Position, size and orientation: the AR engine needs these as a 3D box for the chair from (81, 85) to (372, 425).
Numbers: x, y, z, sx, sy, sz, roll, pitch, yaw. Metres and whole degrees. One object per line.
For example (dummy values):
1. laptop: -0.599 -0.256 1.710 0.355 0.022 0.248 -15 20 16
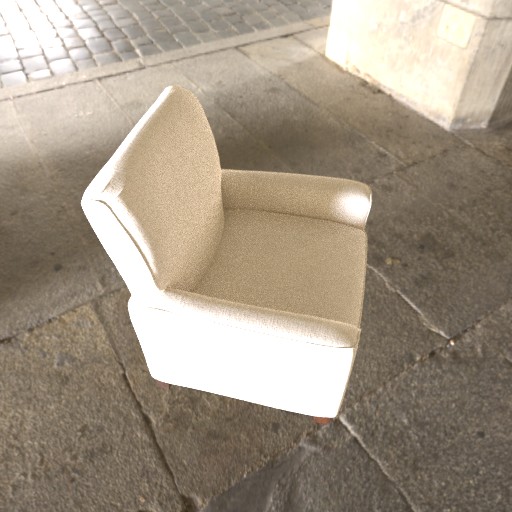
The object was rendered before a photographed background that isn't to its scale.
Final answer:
1. chair: 0.000 0.000 1.704 0.858 1.028 0.841 10 48 9
